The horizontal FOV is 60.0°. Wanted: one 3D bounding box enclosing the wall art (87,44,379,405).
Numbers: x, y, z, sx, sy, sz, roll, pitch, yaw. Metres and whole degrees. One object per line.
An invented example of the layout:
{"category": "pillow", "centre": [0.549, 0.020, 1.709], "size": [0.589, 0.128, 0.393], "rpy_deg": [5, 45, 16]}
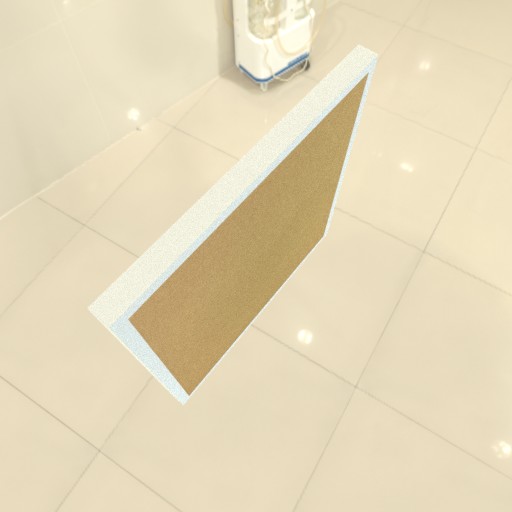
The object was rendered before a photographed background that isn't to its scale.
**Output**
{"category": "wall art", "centre": [0.000, 0.000, 0.460], "size": [0.020, 0.307, 0.307], "rpy_deg": [36, 68, 16]}
